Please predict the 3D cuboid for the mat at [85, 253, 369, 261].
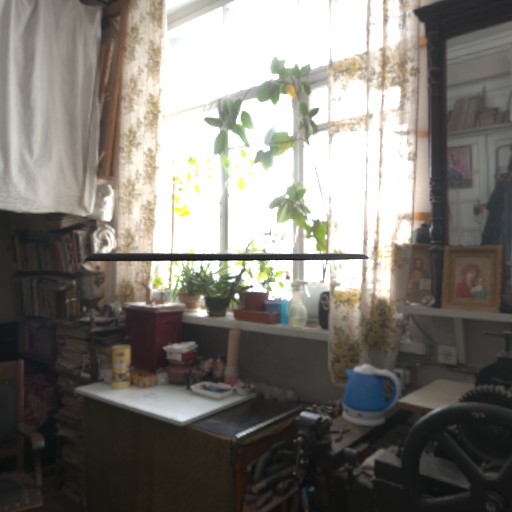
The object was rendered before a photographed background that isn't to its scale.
[{"bbox_3d":[0.000,0.000,1.895,0.917,0.022,1.525,0,0,0],"label":"mat"}]
